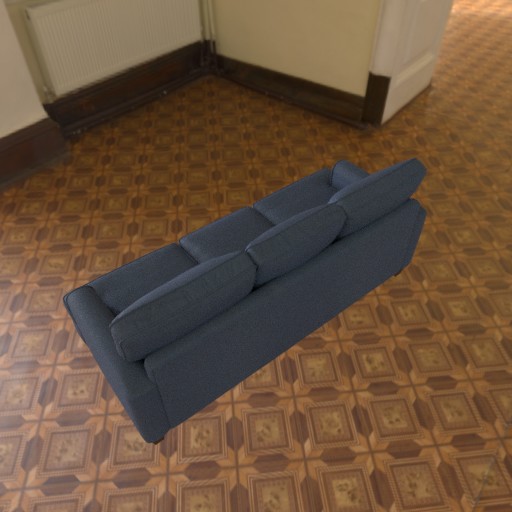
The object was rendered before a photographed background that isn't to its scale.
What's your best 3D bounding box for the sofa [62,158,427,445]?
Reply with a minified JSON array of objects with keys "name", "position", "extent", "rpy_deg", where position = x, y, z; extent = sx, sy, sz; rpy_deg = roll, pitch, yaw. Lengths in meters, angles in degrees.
[{"name":"sofa","position":[0.000,0.000,2.744],"extent":[2.158,0.965,0.951],"rpy_deg":[-29,52,-26]}]
